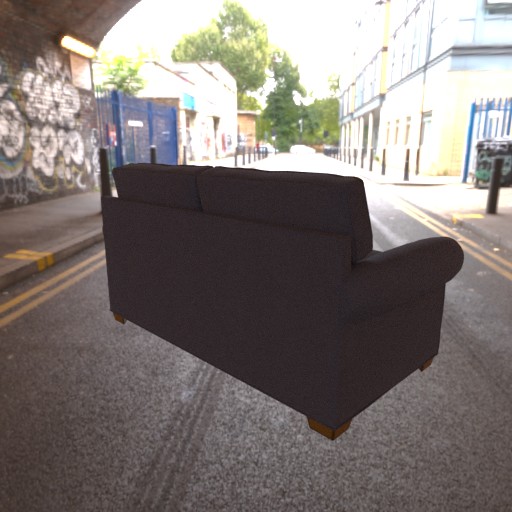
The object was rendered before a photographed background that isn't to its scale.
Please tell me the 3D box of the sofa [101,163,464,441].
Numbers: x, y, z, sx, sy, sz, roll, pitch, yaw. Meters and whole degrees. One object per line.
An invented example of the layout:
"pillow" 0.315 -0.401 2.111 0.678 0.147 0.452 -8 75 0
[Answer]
"sofa" 0.000 0.000 2.526 0.951 1.031 2.009 -14 20 -43
